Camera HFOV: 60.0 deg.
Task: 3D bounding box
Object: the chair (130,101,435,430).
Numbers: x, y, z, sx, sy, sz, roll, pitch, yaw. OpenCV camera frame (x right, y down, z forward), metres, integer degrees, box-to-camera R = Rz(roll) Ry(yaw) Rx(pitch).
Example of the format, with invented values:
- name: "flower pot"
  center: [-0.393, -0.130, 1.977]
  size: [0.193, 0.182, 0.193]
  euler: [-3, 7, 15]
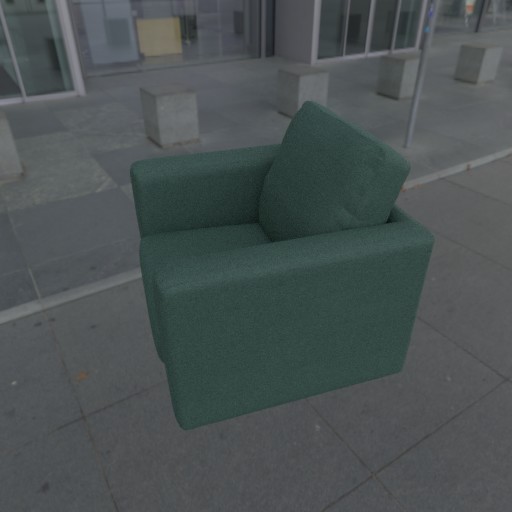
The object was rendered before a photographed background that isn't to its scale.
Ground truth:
- name: "chair"
  center: [0.000, 0.000, 1.582]
  size: [0.800, 0.927, 0.855]
  euler: [-10, 35, -15]
